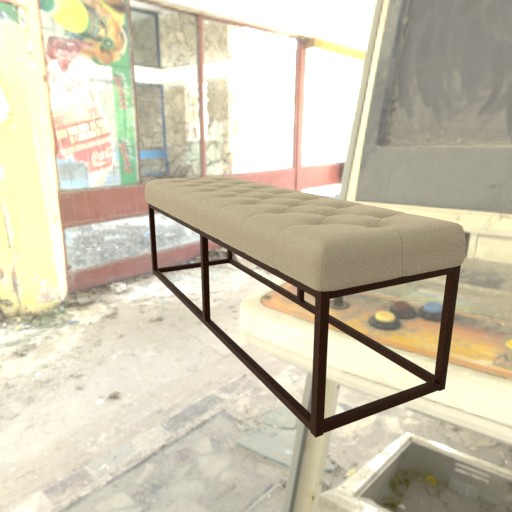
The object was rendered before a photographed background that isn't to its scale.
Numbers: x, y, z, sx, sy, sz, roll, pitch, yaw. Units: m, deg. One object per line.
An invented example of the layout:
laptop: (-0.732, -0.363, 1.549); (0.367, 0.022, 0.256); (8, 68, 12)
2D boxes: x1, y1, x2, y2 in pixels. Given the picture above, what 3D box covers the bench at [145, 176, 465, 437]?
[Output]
bench: (0.000, 0.000, 1.721); (0.479, 0.488, 1.488); (-8, 17, -27)
